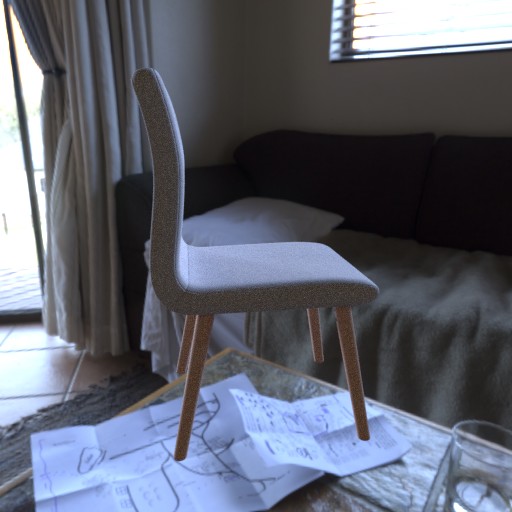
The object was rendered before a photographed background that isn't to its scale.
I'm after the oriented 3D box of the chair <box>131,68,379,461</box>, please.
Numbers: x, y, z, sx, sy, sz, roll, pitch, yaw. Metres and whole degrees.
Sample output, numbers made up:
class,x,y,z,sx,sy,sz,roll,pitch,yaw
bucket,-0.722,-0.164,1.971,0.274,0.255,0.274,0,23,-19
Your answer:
class,x,y,z,sx,sy,sz,roll,pitch,yaw
chair,0.000,0.000,1.184,0.550,0.885,0.435,-2,16,-9
